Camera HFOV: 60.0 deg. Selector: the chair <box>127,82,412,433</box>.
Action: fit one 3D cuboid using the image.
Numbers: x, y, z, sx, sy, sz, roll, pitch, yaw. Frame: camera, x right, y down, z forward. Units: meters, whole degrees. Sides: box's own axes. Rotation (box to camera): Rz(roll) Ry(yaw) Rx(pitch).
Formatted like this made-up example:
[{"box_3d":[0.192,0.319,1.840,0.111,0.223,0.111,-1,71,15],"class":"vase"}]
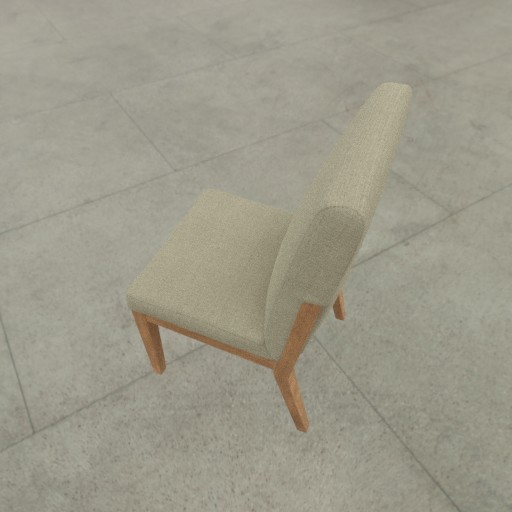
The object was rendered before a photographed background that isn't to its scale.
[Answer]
[{"box_3d":[0.000,0.000,1.246,0.586,0.911,0.507,17,50,15],"class":"chair"}]
